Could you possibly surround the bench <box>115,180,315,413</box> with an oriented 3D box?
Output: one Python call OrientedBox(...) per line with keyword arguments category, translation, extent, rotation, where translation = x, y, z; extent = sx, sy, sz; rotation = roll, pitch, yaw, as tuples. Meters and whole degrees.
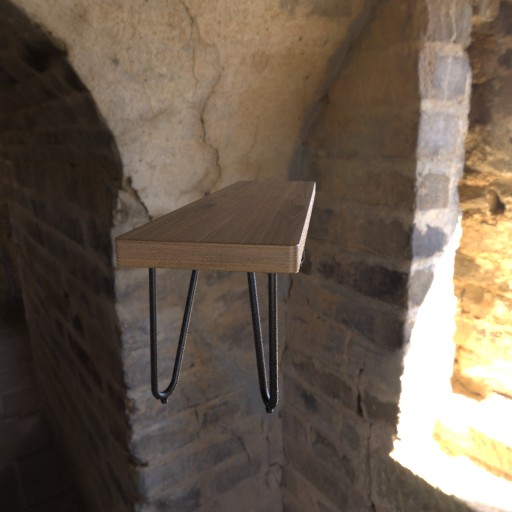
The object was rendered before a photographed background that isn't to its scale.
OrientedBox(category="bench", translation=(0.000, 0.000, 1.775), extent=(0.425, 0.462, 1.570), rotation=(2, 15, 8))
